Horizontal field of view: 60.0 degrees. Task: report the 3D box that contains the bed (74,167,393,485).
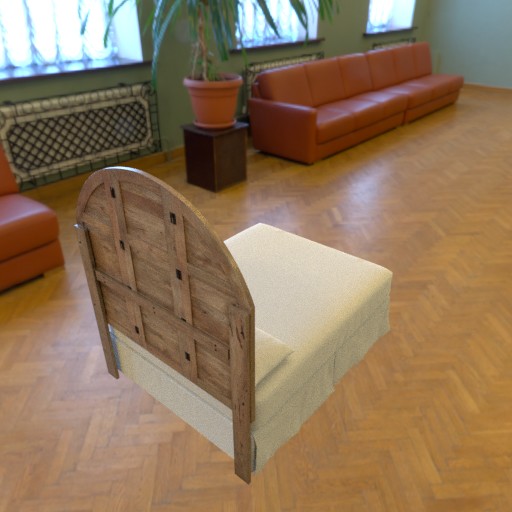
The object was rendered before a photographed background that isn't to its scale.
[{"bbox_3d":[0.000,0.000,3.609,1.713,2.002,2.112,23,38,33],"label":"bed"}]
